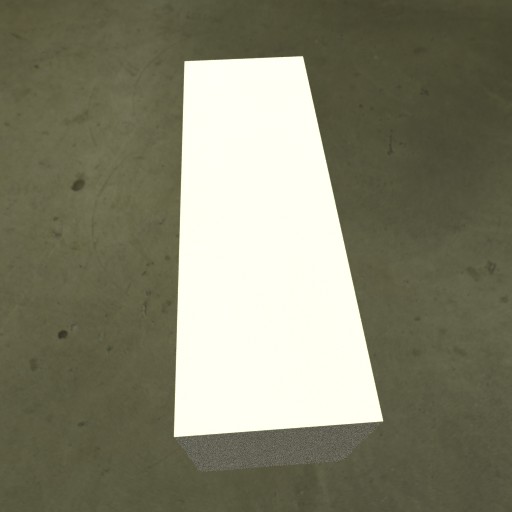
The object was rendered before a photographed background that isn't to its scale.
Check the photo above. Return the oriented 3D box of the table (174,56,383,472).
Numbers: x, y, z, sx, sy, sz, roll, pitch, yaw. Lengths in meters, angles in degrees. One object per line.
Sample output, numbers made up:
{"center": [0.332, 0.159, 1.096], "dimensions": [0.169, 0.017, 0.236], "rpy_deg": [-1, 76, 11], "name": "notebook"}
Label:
{"center": [0.000, 0.000, 1.792], "dimensions": [0.508, 0.769, 1.500], "rpy_deg": [-3, 57, -2], "name": "table"}
